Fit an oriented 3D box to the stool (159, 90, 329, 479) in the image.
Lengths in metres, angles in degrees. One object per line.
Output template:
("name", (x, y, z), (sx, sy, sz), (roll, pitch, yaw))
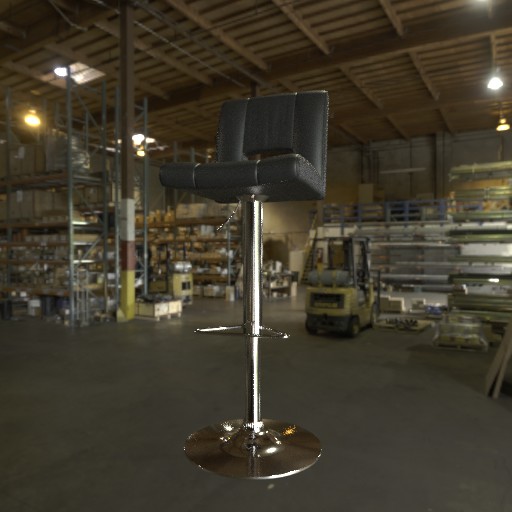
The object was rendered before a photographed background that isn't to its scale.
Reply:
("stool", (0.000, 0.000, 1.375), (0.415, 1.151, 0.520), (0, 0, 17))
